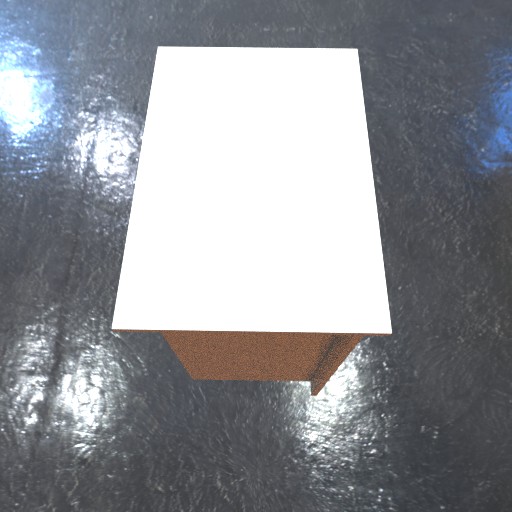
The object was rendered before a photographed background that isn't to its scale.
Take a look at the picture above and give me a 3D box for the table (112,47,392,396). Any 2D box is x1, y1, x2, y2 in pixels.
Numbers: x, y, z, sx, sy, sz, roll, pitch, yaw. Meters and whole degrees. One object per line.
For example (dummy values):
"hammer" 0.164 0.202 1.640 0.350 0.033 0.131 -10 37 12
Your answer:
"table" 0.000 0.000 1.086 0.406 0.711 0.589 1 64 0
